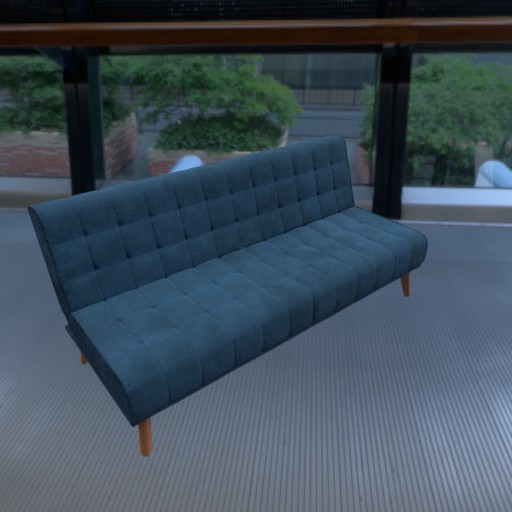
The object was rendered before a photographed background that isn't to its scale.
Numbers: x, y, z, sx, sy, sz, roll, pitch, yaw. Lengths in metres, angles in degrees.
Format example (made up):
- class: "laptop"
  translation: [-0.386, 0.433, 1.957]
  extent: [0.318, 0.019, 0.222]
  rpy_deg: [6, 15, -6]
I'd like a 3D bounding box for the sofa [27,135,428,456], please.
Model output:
- class: "sofa"
  translation: [0.000, 0.000, 2.256]
  extent: [1.804, 0.813, 0.855]
  rpy_deg: [-22, 36, -33]
